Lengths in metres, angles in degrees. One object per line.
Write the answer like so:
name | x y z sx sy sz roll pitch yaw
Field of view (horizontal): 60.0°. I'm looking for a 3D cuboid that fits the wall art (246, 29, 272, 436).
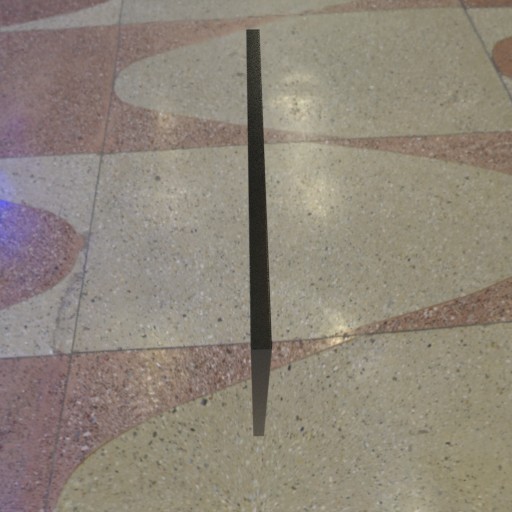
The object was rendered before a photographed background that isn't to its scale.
wall art | 0.000 0.000 0.528 0.014 0.349 0.349 -1 59 -1
